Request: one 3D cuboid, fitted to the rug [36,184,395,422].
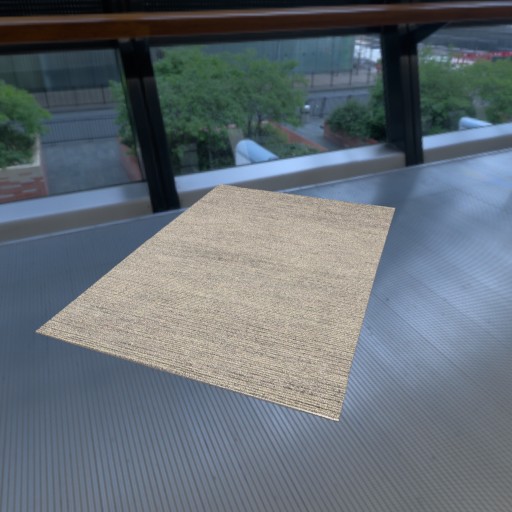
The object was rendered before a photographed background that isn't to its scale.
[{"bbox_3d":[0.000,0.000,2.996,1.604,0.030,2.307,11,32,18],"label":"rug"}]
